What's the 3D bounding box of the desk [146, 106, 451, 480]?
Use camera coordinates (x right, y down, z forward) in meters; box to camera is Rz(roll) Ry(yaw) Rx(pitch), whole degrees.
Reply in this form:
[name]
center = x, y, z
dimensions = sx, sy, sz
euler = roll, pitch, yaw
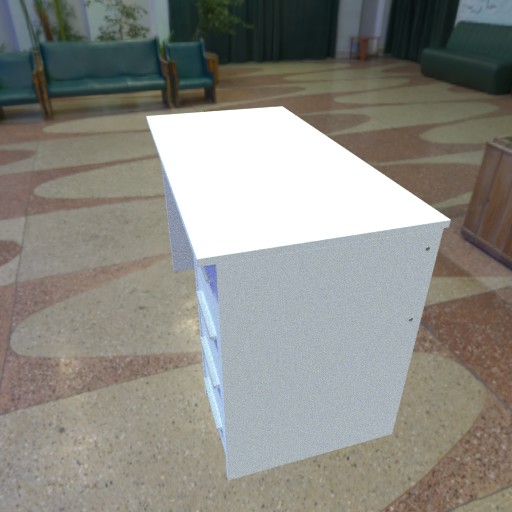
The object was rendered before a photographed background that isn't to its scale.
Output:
[desk]
center = 0.000, 0.000, 1.536
dimensions = 0.560, 0.730, 1.096
euler = -9, 33, -14
